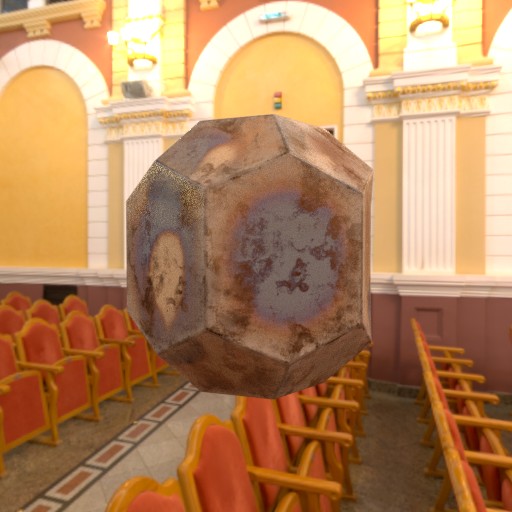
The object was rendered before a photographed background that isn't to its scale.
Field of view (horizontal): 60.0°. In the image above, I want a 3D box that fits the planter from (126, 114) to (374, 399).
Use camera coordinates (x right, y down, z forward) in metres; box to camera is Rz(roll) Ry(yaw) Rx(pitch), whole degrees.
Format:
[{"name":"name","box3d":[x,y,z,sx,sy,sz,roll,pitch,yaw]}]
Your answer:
[{"name":"planter","box3d":[0.000,0.000,0.433,0.221,0.238,0.243,0,1,17]}]
